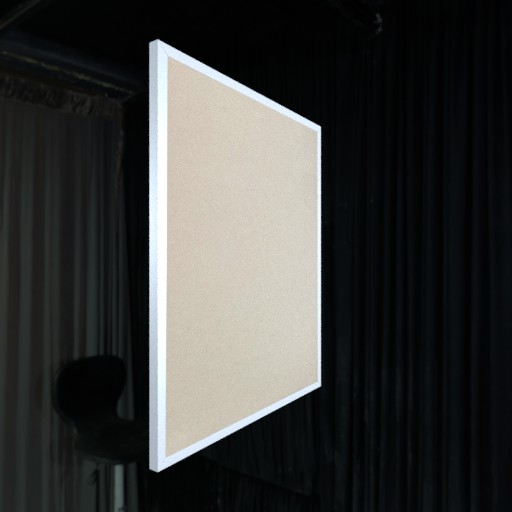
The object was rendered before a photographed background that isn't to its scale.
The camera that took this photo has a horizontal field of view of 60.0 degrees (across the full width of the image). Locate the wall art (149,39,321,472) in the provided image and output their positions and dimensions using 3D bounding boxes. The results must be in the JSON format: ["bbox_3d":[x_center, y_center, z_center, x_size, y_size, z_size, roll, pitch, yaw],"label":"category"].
[{"bbox_3d":[0.000,0.000,0.627,0.013,0.456,0.382,0,0,35],"label":"wall art"}]
